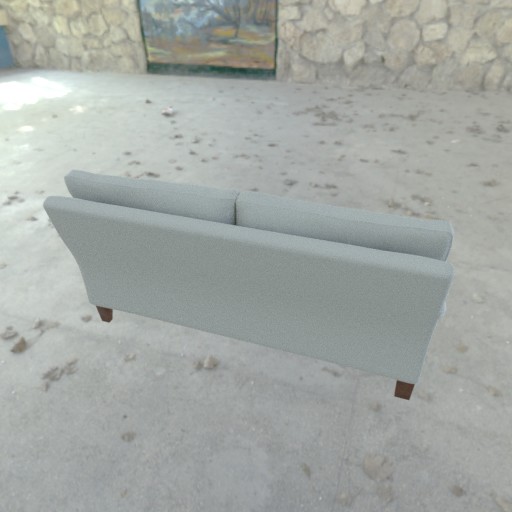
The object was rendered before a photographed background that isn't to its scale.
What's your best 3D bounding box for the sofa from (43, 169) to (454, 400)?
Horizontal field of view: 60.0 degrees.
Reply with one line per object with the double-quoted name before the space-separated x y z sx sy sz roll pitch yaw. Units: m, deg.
"sofa" 0.000 0.000 2.775 2.193 1.096 1.069 11 33 17
